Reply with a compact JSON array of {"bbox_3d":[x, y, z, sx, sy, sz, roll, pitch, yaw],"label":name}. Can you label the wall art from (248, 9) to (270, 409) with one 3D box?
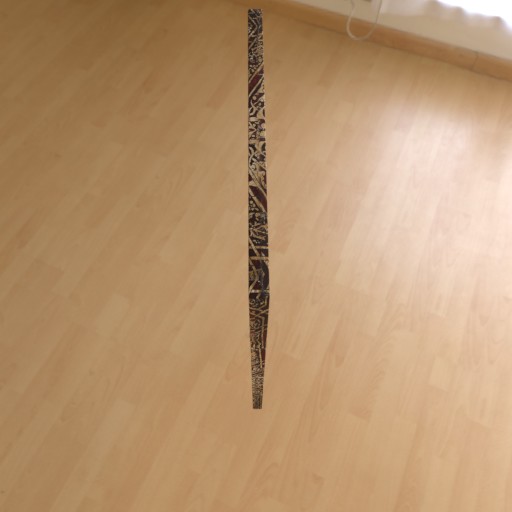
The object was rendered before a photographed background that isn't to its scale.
[{"bbox_3d":[0.000,0.000,0.738,0.020,0.599,0.397,-1,62,0],"label":"wall art"}]
